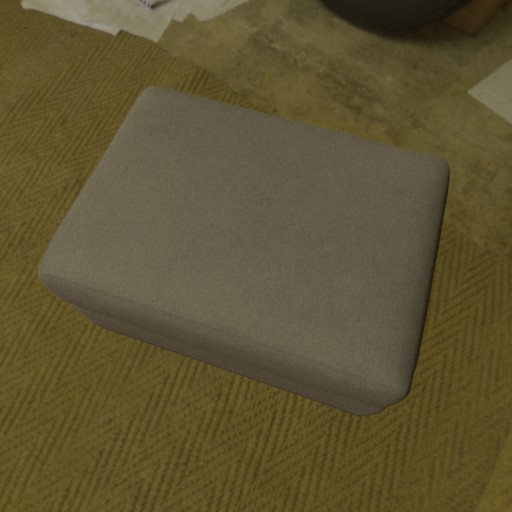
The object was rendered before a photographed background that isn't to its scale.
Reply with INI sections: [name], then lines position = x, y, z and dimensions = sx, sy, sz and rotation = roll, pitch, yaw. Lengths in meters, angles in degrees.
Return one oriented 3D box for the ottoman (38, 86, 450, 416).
[ottoman]
position = 0.000, 0.000, 1.115
dimensions = 0.773, 0.497, 0.574
rotation = 17, 65, 8
